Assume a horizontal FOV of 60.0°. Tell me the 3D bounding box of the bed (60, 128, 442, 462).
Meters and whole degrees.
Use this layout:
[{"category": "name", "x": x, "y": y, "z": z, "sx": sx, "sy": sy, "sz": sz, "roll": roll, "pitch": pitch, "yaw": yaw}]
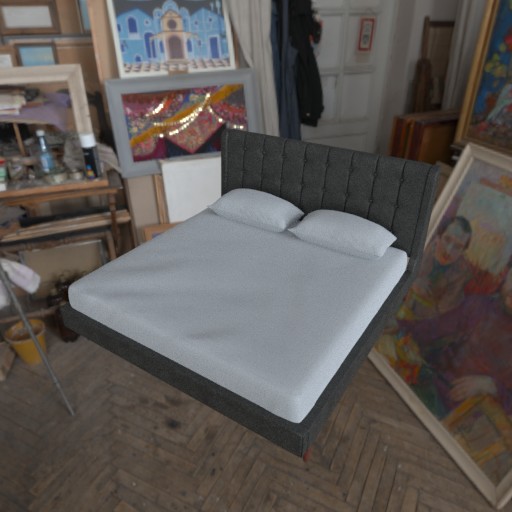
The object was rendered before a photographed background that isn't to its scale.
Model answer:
[{"category": "bed", "x": 0.000, "y": 0.000, "z": 3.210, "sx": 1.903, "sy": 1.158, "sz": 2.031, "roll": 18, "pitch": 35, "yaw": 28}]
